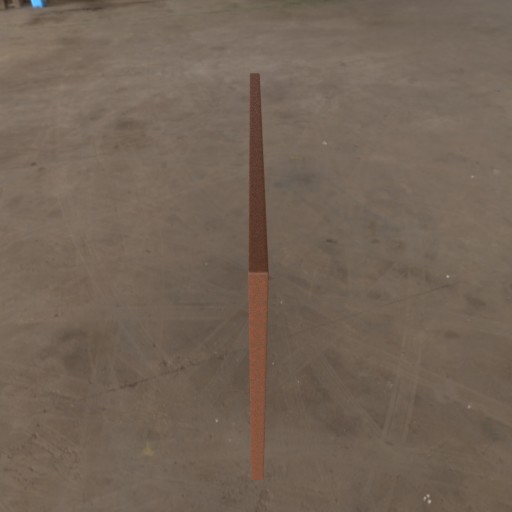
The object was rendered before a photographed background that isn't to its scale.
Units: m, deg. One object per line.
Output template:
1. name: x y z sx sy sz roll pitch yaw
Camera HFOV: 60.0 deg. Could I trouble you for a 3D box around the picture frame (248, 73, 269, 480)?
1. picture frame: 0.000 0.000 1.797 0.045 1.018 1.329 0 40 0
